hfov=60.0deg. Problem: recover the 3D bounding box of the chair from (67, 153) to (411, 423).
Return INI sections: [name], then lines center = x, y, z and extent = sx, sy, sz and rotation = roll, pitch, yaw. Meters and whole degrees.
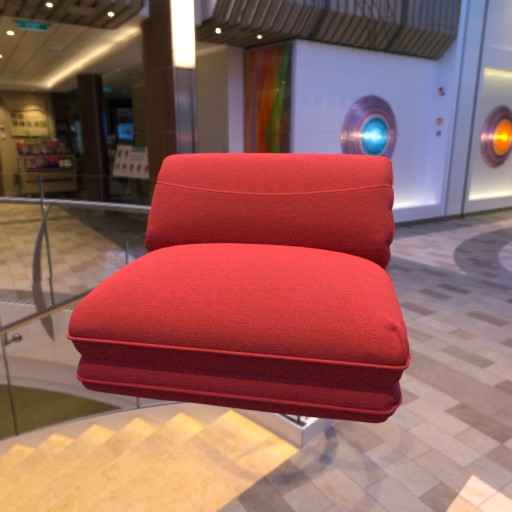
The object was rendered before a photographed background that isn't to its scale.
[chair]
center = 0.000, 0.000, 1.317
extent = 0.820, 0.580, 0.780
rotation = 3, 15, 11
